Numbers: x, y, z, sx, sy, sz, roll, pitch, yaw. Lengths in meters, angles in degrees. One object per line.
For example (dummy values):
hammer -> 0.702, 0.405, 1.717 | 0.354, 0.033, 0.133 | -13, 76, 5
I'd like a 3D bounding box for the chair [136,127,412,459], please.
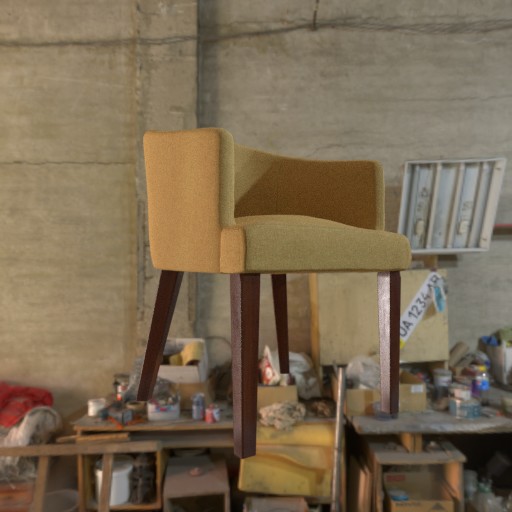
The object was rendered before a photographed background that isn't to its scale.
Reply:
chair -> 0.000, 0.000, 1.254 | 0.583, 0.811, 0.655 | 1, -1, -36
